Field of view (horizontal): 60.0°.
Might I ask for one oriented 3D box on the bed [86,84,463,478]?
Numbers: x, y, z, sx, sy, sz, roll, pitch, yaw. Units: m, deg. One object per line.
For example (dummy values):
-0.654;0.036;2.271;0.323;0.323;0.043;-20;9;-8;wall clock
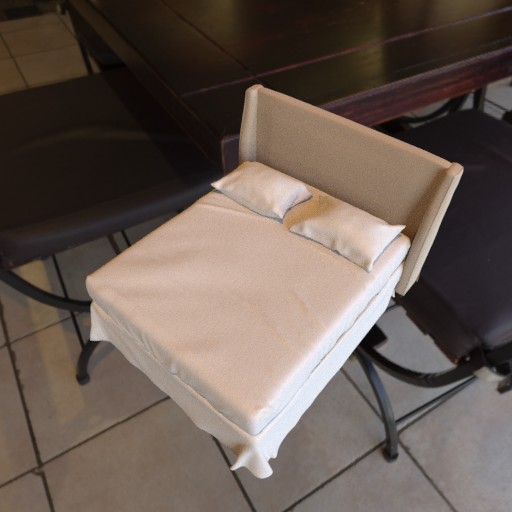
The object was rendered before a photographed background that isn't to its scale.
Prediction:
0.000;0.000;3.383;1.925;1.332;2.276;32;55;26;bed
